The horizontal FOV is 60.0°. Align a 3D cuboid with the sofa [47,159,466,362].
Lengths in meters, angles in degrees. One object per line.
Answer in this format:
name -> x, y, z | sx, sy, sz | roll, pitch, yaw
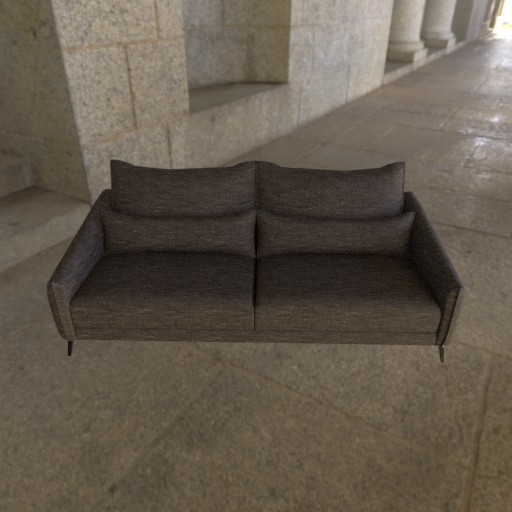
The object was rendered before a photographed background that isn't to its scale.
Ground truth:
sofa -> 0.000, 0.000, 2.434 | 2.019, 0.843, 0.807 | 1, 30, 1
